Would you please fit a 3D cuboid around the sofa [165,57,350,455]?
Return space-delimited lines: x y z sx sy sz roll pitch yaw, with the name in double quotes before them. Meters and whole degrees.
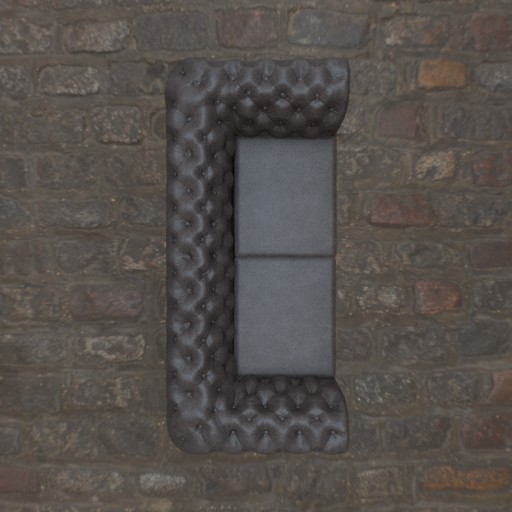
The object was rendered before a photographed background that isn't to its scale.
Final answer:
"sofa" 0.000 0.000 2.550 0.944 0.779 2.048 0 91 0
